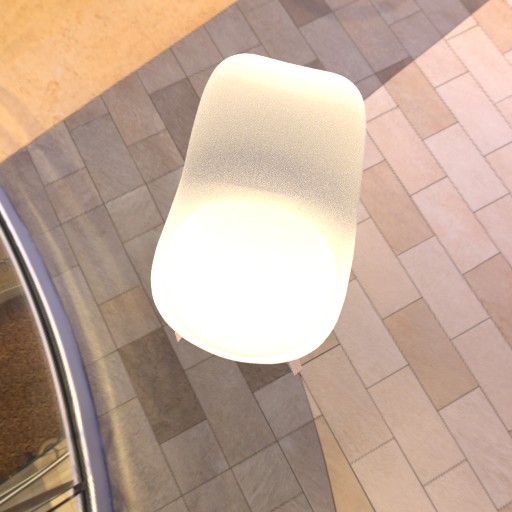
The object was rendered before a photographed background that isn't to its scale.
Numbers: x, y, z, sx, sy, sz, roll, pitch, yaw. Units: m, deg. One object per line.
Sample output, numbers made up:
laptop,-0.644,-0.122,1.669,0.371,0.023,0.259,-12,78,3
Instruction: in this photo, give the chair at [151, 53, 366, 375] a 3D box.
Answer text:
chair,0.000,0.000,1.173,0.485,0.850,0.550,15,75,4
